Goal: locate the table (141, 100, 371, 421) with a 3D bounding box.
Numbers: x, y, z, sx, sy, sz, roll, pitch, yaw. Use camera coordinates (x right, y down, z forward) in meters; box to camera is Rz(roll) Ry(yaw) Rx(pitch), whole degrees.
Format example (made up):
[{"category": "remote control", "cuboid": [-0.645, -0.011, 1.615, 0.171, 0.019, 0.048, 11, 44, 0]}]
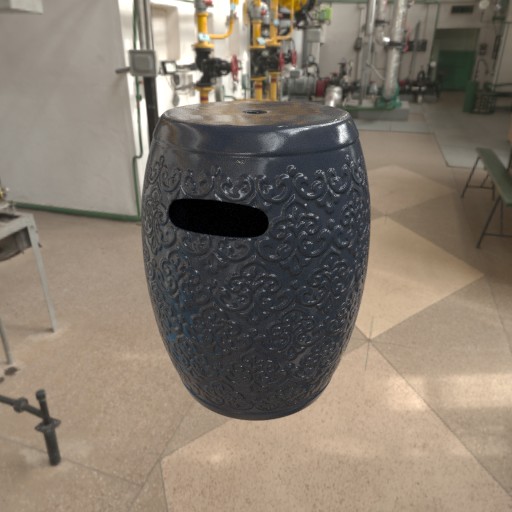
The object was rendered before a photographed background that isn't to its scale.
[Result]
[{"category": "table", "cuboid": [0.000, 0.000, 0.630, 0.309, 0.397, 0.309, 0, 26, 0]}]
